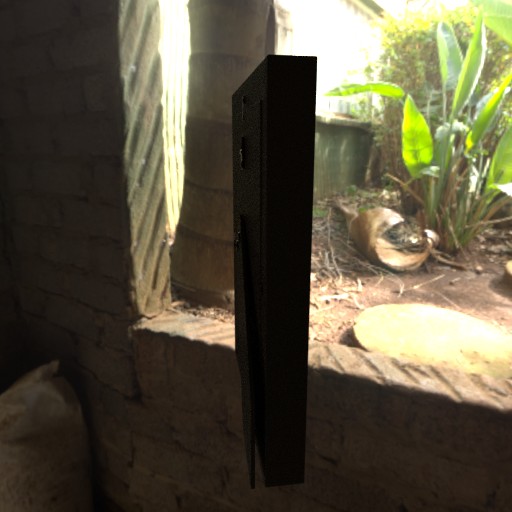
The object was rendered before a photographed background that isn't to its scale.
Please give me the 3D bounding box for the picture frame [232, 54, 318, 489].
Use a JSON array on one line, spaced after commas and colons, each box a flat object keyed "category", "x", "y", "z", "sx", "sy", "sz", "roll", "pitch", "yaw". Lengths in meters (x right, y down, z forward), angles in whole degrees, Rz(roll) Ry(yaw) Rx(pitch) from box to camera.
[{"category": "picture frame", "x": 0.000, "y": 0.000, "z": 0.280, "sx": 0.028, "sy": 0.208, "sz": 0.157, "roll": -2, "pitch": 14, "yaw": -8}]
